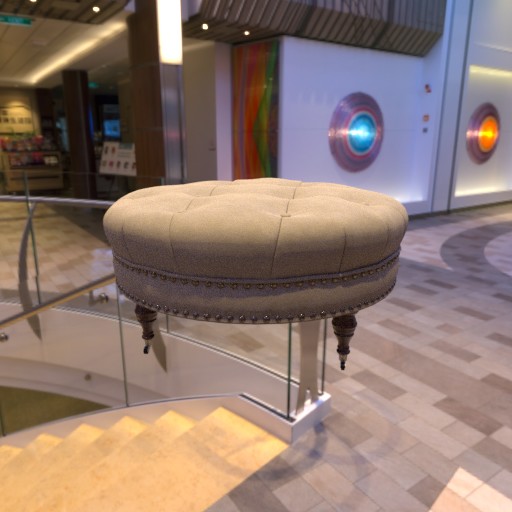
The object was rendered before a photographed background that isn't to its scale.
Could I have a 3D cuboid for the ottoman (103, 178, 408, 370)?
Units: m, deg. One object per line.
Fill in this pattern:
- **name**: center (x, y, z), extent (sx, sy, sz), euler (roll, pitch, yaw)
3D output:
- **ottoman**: center (0.000, 0.000, 1.390), extent (0.901, 0.439, 0.901), euler (0, 15, 0)
